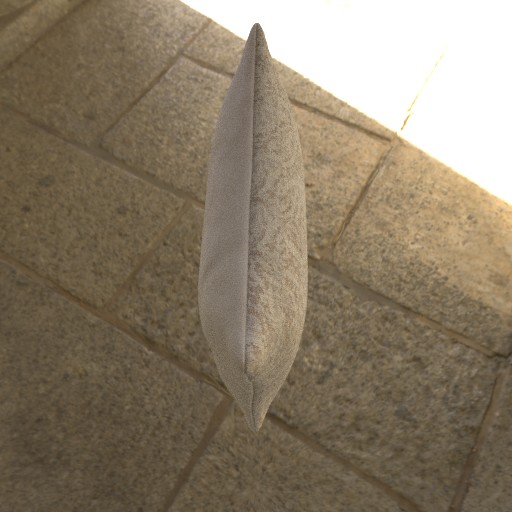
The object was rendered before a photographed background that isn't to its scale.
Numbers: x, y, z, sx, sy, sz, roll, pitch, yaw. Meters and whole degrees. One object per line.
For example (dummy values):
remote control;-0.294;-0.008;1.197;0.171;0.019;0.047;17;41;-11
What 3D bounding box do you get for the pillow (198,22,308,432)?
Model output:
pillow;0.000;0.000;0.765;0.166;0.510;0.523;1;63;1
